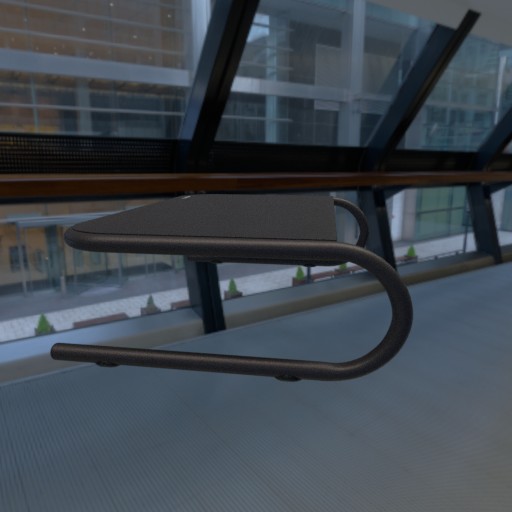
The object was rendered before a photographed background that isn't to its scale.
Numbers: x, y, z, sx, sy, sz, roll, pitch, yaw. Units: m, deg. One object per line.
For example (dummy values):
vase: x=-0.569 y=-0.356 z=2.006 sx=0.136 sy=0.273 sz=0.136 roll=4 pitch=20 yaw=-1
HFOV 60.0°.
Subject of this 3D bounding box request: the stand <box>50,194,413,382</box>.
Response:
stand: x=0.000 y=0.000 z=0.502 sx=0.280 sy=0.108 sz=0.370 roll=2 pitch=13 yaw=9
